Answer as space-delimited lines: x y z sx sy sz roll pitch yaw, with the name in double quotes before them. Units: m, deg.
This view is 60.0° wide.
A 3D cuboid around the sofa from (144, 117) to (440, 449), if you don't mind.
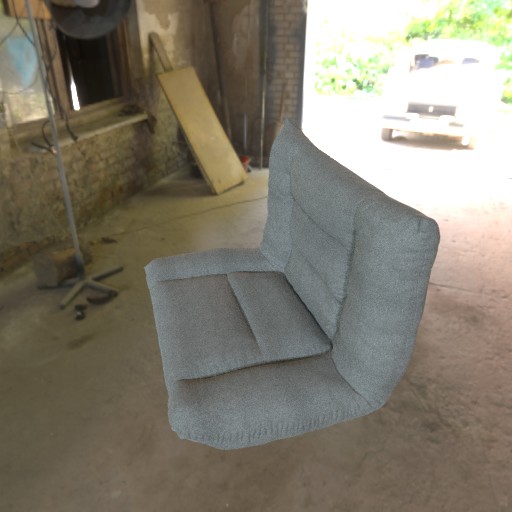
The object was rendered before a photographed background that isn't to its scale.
"sofa" 0.000 0.000 1.733 0.847 0.795 1.144 -9 30 -15
